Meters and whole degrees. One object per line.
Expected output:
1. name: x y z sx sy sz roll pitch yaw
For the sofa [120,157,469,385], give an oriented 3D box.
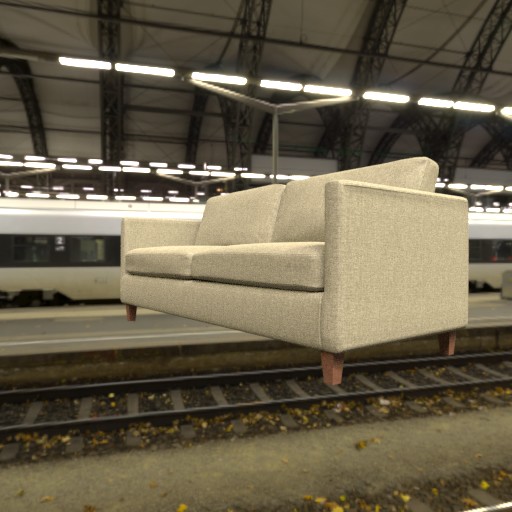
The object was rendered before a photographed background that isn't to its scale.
1. sofa: 0.000 0.000 2.729 0.956 0.960 2.208 0 0 -37
